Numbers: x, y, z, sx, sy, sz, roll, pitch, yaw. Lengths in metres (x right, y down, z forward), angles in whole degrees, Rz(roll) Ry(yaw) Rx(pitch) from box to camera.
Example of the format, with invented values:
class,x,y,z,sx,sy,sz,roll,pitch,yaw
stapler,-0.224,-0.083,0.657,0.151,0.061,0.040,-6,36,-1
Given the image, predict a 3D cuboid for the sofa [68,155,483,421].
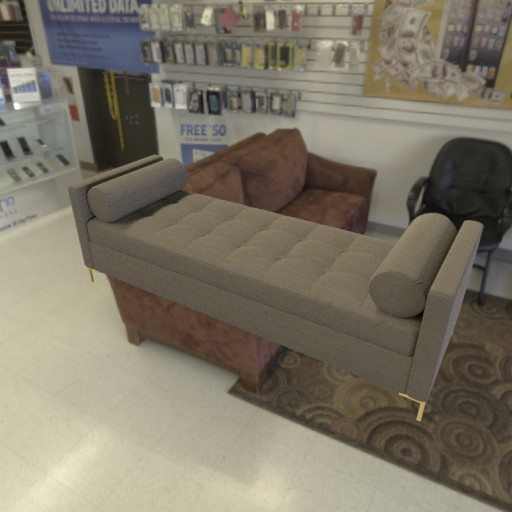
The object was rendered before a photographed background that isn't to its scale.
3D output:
class,x,y,z,sx,sy,sz,roll,pitch,yaw
sofa,0.000,0.000,2.326,1.981,0.635,0.686,17,34,27
